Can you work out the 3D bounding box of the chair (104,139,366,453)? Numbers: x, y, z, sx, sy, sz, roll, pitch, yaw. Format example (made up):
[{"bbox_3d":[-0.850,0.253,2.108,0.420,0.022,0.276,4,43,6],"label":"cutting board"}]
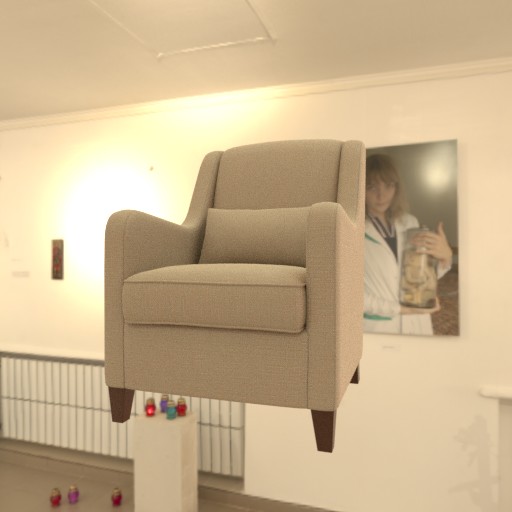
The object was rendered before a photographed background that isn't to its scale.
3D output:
[{"bbox_3d":[0.000,0.000,1.620,0.715,1.017,0.896,0,0,18],"label":"chair"}]
